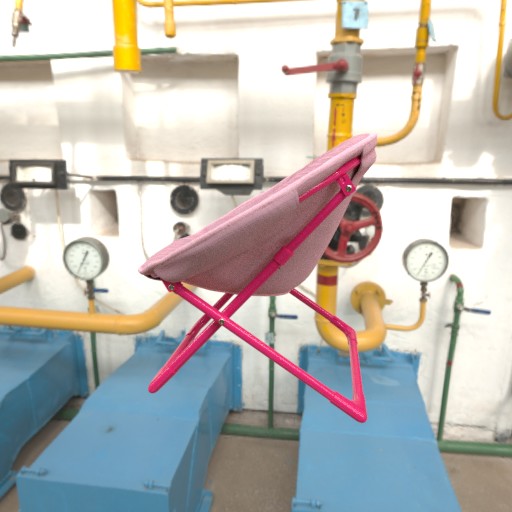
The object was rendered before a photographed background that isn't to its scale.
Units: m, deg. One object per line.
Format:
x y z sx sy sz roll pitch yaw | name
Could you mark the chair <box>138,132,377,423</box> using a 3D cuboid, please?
0.000 0.000 0.923 0.459 0.494 0.522 2 15 9 | chair
